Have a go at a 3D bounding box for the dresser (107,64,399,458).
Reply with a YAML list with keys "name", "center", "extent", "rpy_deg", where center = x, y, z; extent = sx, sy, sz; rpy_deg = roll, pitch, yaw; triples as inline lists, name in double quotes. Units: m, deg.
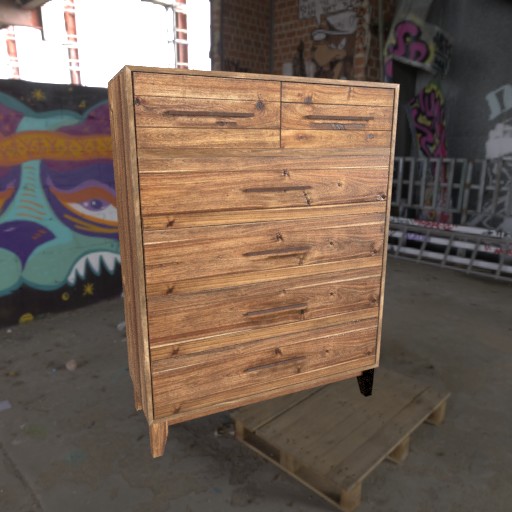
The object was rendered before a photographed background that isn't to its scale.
- name: "dresser"
  center: [0.000, 0.000, 1.900]
  extent: [1.062, 1.393, 0.442]
  rpy_deg: [-6, 15, -24]
